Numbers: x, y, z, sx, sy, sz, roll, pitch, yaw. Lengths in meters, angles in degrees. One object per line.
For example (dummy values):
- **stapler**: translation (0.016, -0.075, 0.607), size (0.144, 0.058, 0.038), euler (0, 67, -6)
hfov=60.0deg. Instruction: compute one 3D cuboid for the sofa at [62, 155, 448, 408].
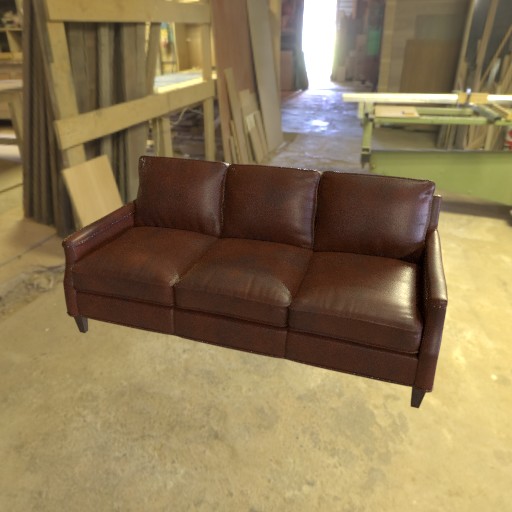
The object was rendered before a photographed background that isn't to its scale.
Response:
- **sofa**: translation (0.000, 0.000, 2.842), size (2.240, 1.003, 1.084), euler (8, 27, 17)
